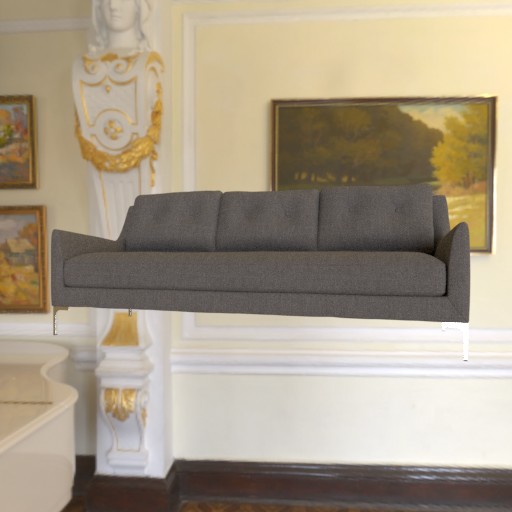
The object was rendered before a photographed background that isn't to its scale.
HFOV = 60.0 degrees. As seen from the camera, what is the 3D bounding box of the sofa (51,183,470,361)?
[{"bbox_3d":[0.000,0.000,2.455,2.060,0.837,0.849,0,0,16],"label":"sofa"}]
